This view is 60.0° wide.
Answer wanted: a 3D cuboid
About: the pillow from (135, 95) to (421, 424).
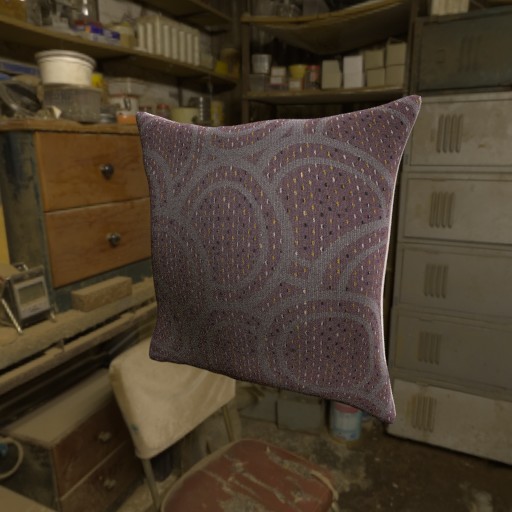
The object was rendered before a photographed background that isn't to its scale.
[{"bbox_3d":[0.000,0.000,0.785,0.514,0.513,0.163,7,15,27],"label":"pillow"}]
